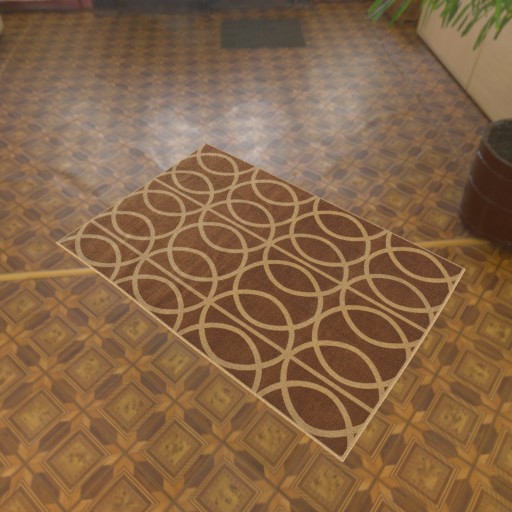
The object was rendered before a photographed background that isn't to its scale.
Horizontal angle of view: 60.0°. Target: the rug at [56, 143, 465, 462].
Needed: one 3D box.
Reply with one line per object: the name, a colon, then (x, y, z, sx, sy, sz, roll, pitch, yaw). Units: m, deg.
rug: (0.000, 0.000, 2.955, 2.294, 0.014, 1.528, 31, 55, 24)
